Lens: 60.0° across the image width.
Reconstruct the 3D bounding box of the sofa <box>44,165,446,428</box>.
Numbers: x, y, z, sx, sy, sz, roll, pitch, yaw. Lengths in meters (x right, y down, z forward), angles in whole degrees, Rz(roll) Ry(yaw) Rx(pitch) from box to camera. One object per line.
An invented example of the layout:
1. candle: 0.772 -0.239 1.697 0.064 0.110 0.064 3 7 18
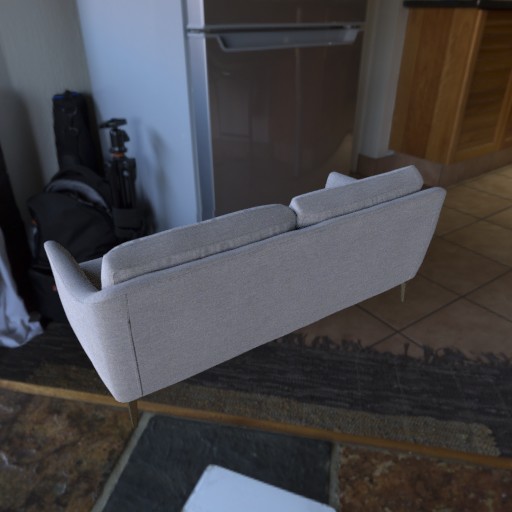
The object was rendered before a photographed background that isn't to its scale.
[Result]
1. sofa: 0.000 0.000 2.506 2.036 0.913 0.980 -18 35 -28
